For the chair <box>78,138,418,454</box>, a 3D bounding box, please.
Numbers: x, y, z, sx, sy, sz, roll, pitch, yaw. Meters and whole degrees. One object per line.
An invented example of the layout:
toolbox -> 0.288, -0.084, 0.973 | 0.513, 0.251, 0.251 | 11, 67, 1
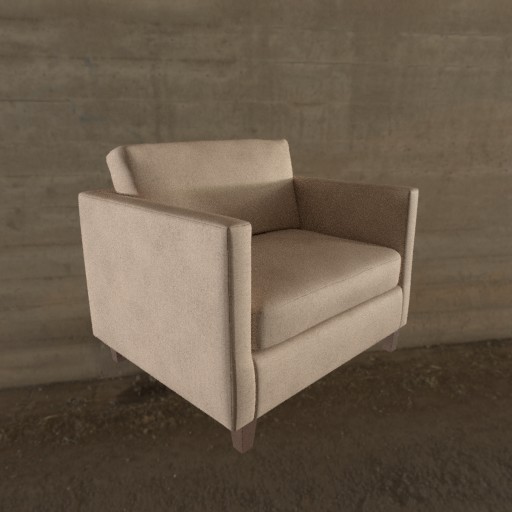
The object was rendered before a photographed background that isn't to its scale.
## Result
chair -> 0.000, 0.000, 1.908 | 1.133, 0.961, 0.959 | -15, 22, -43
